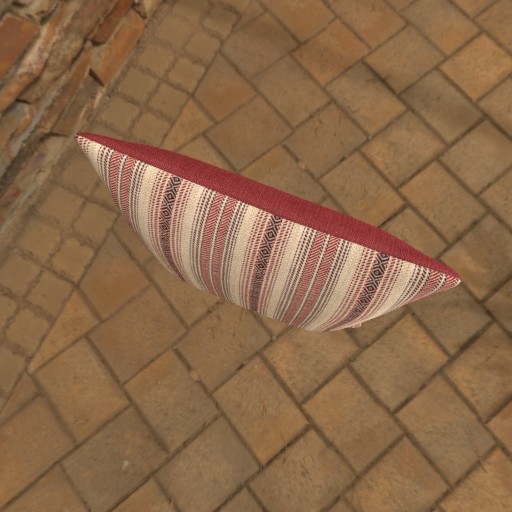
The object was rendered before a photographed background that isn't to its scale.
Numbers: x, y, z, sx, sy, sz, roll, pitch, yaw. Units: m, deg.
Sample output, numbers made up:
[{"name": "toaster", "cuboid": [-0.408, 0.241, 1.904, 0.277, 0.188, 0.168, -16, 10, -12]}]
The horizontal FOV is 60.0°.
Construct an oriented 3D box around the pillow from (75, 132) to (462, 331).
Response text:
[{"name": "pillow", "cuboid": [0.000, 0.000, 0.776, 0.513, 0.497, 0.166, 21, 77, 5]}]
